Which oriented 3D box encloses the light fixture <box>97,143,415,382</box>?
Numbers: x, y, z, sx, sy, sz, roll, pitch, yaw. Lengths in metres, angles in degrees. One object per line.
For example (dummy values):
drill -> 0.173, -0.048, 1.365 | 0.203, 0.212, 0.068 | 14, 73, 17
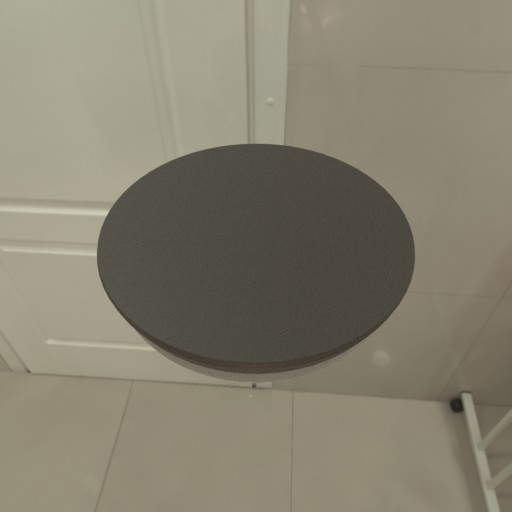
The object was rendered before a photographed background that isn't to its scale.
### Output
light fixture -> 0.000, 0.000, 0.561 | 0.368, 0.100, 0.368 | 0, 46, 0
